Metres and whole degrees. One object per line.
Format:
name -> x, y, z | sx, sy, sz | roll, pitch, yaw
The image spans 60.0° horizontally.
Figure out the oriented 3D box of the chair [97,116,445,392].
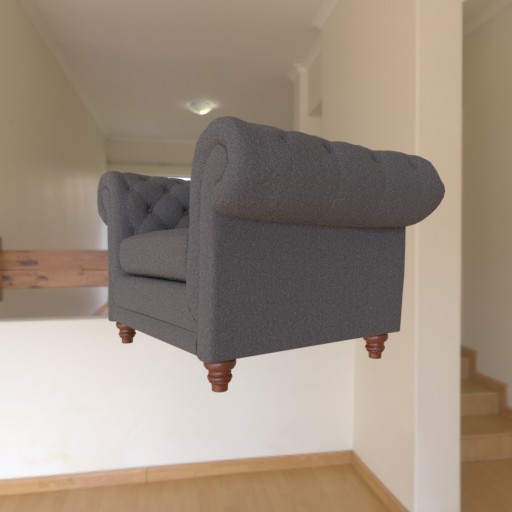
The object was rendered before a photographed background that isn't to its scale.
chair -> 0.000, 0.000, 1.859 | 0.976, 0.770, 1.270 | -1, 1, -35
